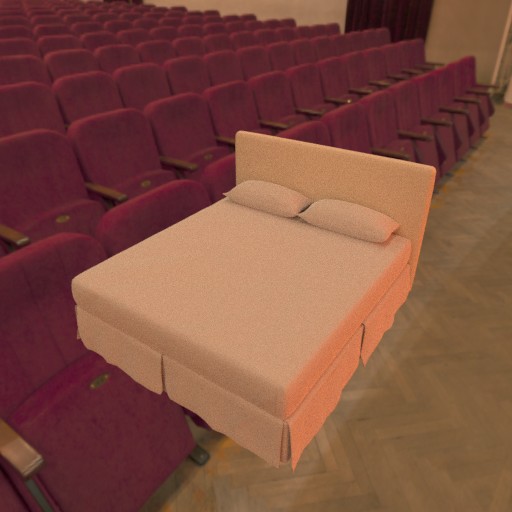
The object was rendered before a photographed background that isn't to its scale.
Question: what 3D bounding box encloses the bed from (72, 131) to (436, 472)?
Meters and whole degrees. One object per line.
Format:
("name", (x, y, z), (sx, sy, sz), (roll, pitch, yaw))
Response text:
("bed", (0.000, 0.000, 3.685), (2.119, 1.317, 2.341), (19, 36, 30))
